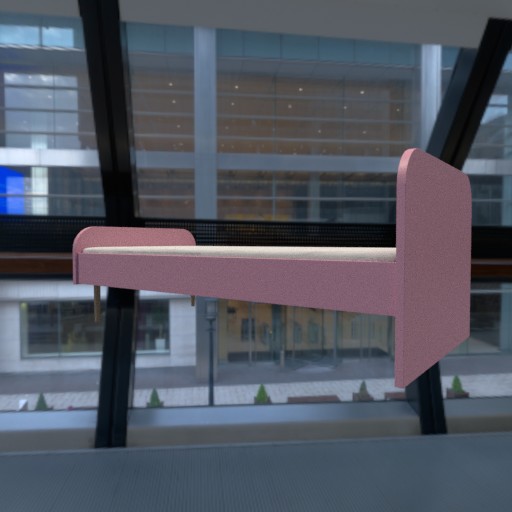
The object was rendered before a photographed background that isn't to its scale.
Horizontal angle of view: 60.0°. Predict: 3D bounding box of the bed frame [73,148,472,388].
[{"bbox_3d":[0.000,0.000,2.430,1.963,0.805,0.998,1,2,37],"label":"bed frame"}]
